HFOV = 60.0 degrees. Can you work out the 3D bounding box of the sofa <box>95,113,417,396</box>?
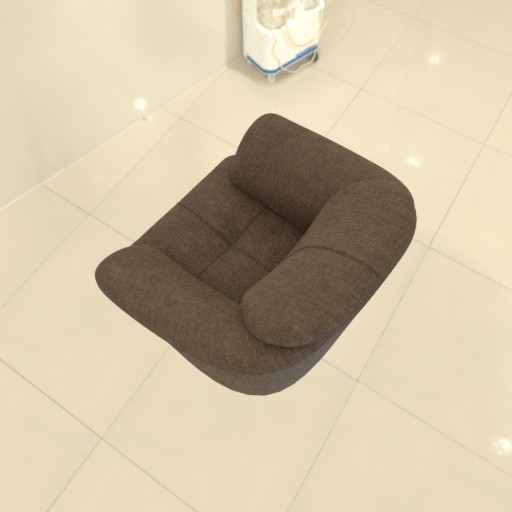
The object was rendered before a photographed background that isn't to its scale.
[{"bbox_3d":[0.000,0.000,1.513,0.794,0.811,0.870,37,70,16],"label":"sofa"}]
